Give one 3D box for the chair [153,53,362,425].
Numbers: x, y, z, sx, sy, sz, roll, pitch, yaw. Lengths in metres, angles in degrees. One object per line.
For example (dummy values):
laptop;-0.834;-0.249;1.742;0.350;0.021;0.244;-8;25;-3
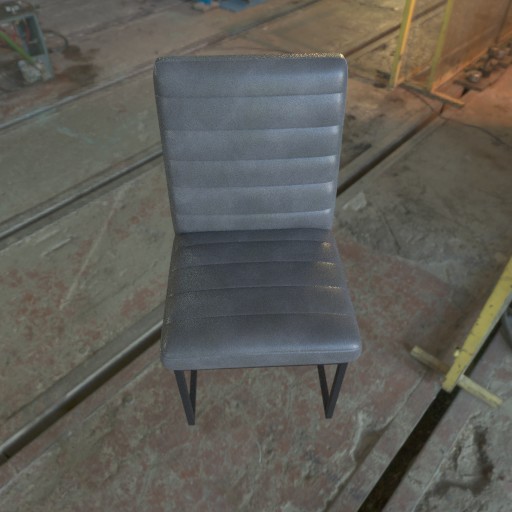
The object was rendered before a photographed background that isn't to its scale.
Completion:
chair;0.000;0.000;1.297;0.520;0.930;0.634;-2;47;-2
